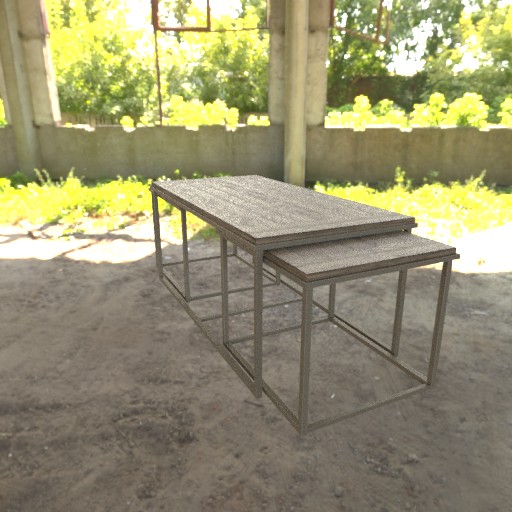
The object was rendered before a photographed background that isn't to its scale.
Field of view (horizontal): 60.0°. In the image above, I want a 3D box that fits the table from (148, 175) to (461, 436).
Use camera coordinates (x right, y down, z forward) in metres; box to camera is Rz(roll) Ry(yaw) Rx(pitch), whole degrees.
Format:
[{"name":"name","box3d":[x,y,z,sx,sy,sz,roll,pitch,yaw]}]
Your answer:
[{"name":"table","box3d":[0.000,0.000,1.565,0.489,0.427,1.312,-9,20,-25]}]
